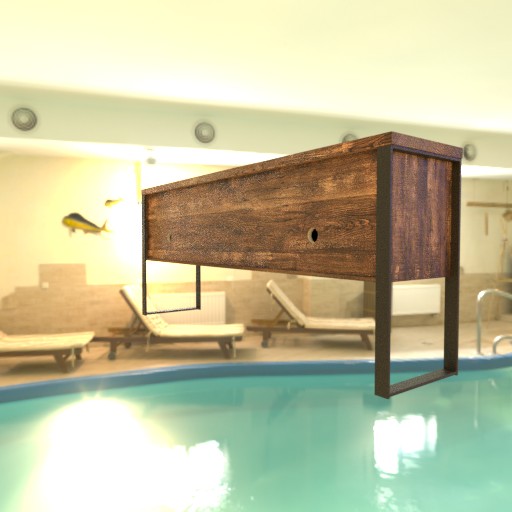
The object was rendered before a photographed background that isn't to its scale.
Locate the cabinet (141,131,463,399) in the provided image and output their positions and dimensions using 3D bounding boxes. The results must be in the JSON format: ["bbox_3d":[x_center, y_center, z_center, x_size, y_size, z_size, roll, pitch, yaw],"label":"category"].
[{"bbox_3d":[0.000,0.000,2.095,0.395,0.762,1.800,-2,3,-37],"label":"cabinet"}]
